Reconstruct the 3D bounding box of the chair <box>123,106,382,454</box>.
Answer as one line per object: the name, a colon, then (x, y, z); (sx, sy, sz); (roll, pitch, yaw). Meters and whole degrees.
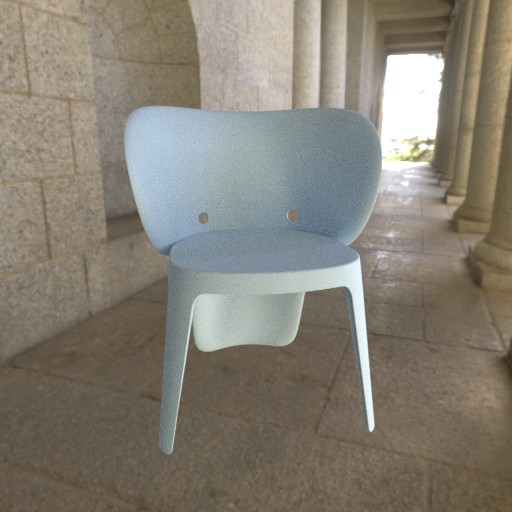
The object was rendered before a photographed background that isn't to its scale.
chair: (0.000, 0.000, 0.840); (0.451, 0.554, 0.402); (-2, 15, -9)
